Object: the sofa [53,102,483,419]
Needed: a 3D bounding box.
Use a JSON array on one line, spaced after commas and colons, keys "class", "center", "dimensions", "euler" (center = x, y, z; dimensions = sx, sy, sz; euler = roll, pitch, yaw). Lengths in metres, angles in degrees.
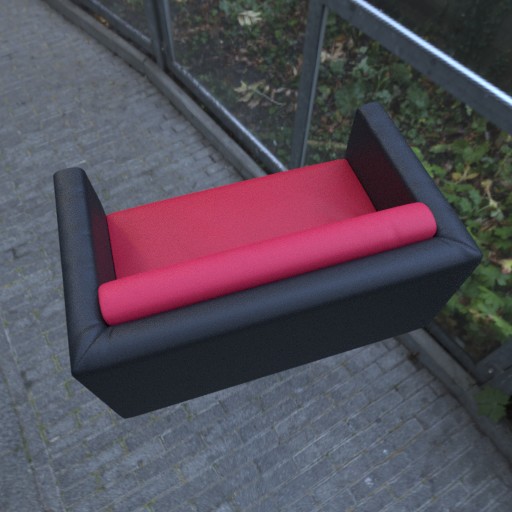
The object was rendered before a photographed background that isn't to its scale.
[{"class": "sofa", "center": [0.000, 0.000, 1.879], "dimensions": [1.410, 0.735, 0.845], "euler": [-15, 60, -9]}]
